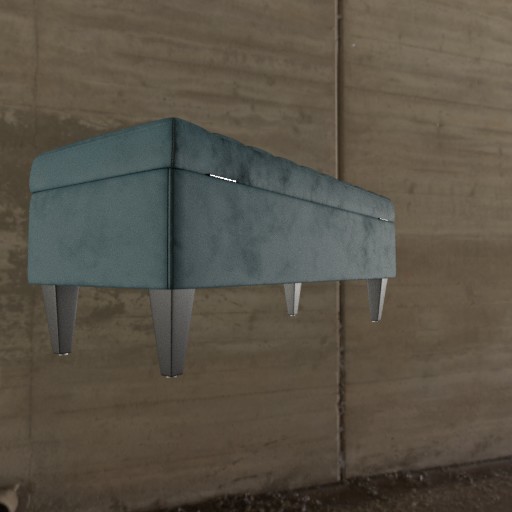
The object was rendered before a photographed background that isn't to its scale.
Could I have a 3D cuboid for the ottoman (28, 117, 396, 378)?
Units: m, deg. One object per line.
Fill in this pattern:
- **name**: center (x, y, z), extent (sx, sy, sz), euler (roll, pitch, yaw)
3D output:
- **ottoman**: center (0.000, 0.000, 1.334), extent (0.482, 0.469, 1.151), euler (-1, -2, 36)
